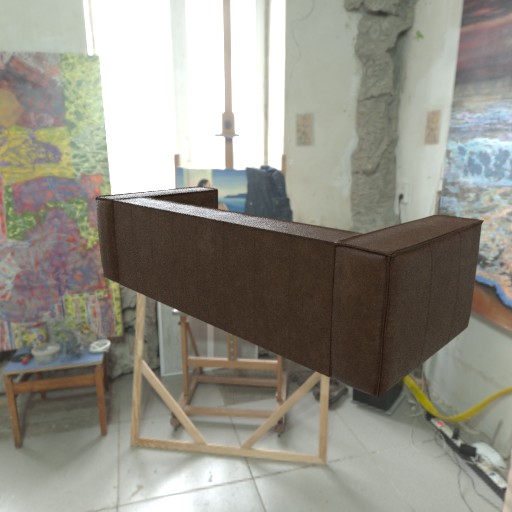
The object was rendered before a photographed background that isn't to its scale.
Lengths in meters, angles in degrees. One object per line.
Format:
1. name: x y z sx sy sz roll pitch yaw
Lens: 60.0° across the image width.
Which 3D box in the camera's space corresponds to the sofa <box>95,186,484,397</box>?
1. sofa: 0.000 0.000 3.044 2.581 0.701 1.102 14 20 43
